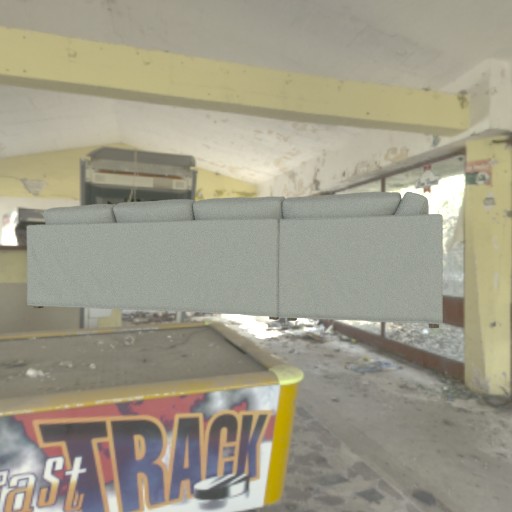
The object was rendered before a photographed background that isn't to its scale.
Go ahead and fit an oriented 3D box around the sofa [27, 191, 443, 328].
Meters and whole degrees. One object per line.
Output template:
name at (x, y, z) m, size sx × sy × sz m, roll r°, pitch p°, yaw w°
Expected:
sofa at (0.000, 0.000, 4.270) m, size 3.182 × 0.871 × 2.432 m, roll 0°, pitch 0°, yaw 19°
